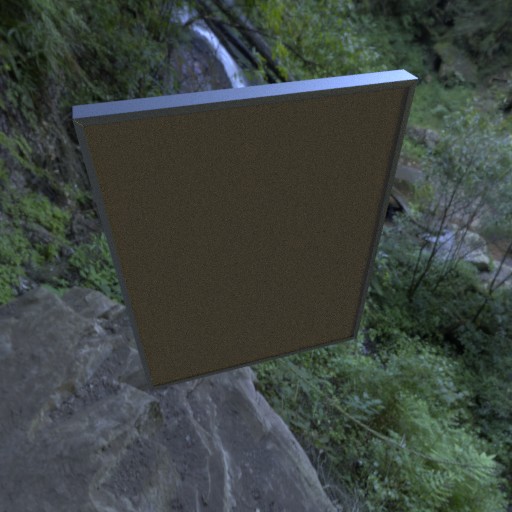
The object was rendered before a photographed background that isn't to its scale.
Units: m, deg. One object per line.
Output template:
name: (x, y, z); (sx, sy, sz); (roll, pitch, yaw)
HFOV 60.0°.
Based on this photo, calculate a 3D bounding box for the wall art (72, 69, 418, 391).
wall art: (0.000, 0.000, 0.744); (0.445, 0.553, 0.039); (-11, 42, -13)
